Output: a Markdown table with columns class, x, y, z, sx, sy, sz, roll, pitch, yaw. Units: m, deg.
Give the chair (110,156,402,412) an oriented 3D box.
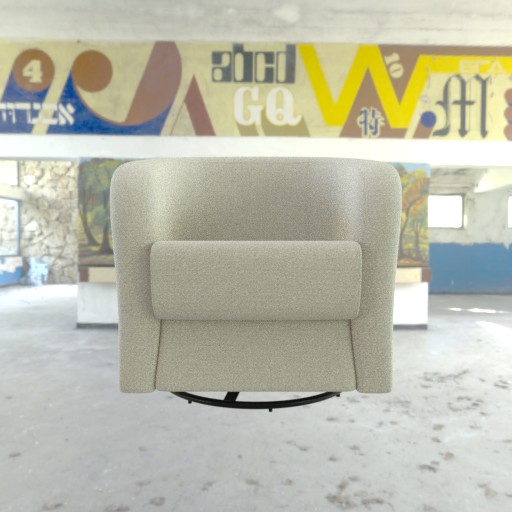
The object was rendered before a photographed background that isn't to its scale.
| class | x | y | z | sx | sy | sz | roll | pitch | yaw |
| --- | --- | --- | --- | --- | --- | --- | --- | --- | --- |
| chair | 0.000 | 0.000 | 1.441 | 0.791 | 0.771 | 0.815 | 0 | 2 | 0 |
